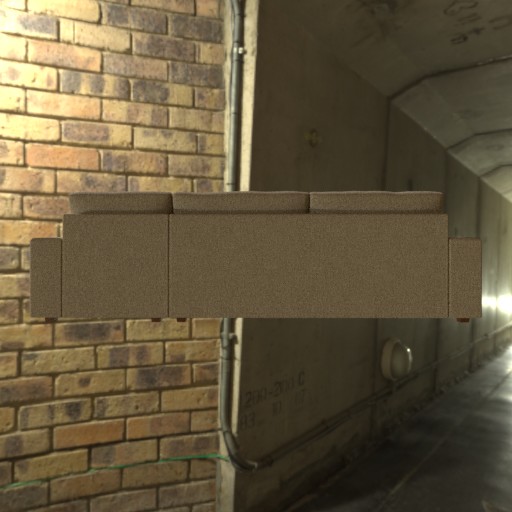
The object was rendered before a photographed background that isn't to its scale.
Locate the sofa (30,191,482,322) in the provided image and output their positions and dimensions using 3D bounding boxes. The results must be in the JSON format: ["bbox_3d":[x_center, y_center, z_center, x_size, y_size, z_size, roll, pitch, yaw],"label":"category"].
[{"bbox_3d":[0.000,0.000,3.497,2.718,0.813,1.689,0,0,0],"label":"sofa"}]
